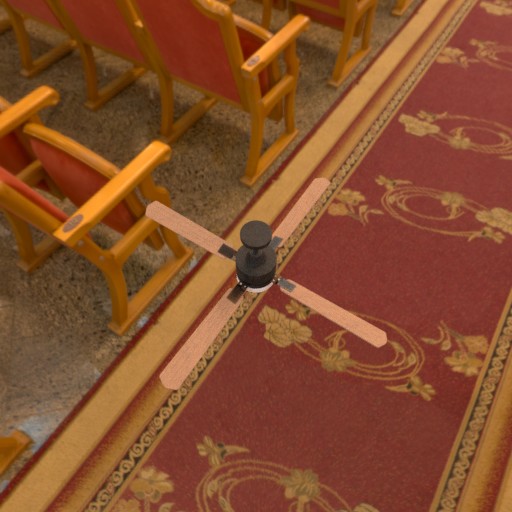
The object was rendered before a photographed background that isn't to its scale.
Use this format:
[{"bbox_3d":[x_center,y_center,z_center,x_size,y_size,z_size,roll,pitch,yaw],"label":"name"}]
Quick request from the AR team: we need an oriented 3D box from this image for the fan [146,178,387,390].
[{"bbox_3d":[0.000,0.000,1.973,1.320,0.355,1.320,29,63,17],"label":"fan"}]
